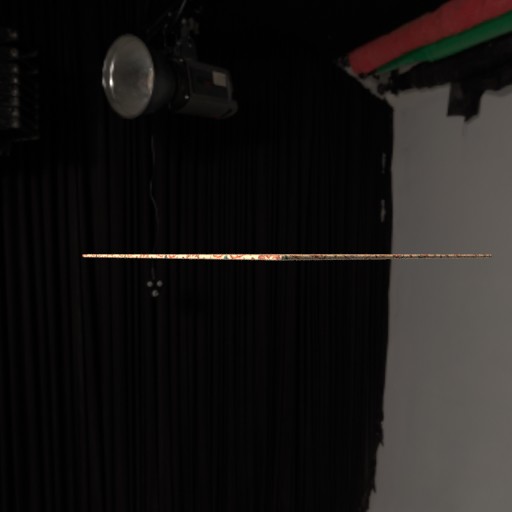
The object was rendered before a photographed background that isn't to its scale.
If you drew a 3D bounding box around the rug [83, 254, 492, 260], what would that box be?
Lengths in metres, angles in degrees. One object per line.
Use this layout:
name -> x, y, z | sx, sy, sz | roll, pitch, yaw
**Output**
rug -> 0.000, 0.000, 2.895 | 1.541, 0.018, 2.297 | 0, 0, -37
